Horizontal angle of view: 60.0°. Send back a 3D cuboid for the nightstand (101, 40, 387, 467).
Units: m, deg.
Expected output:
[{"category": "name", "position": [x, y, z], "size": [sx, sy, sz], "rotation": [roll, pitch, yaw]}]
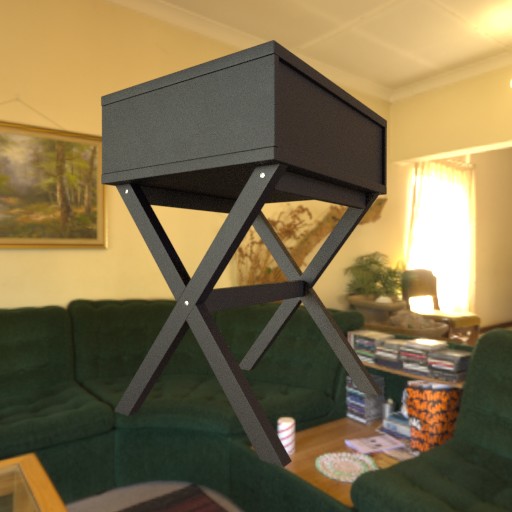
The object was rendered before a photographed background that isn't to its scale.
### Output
[{"category": "nightstand", "position": [0.000, 0.000, 0.945], "size": [0.402, 0.623, 0.479], "rotation": [0, 1, 35]}]
